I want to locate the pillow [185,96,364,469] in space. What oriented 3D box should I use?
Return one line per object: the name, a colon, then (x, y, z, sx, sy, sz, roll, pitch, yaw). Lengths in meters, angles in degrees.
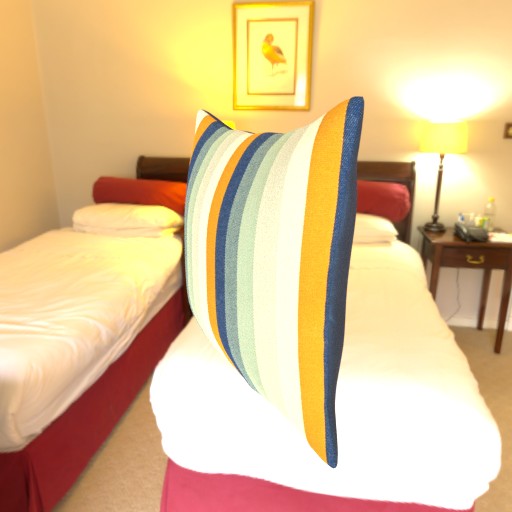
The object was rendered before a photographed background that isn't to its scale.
pillow: (0.000, 0.000, 0.701, 0.173, 0.454, 0.463, -8, 19, -26)
